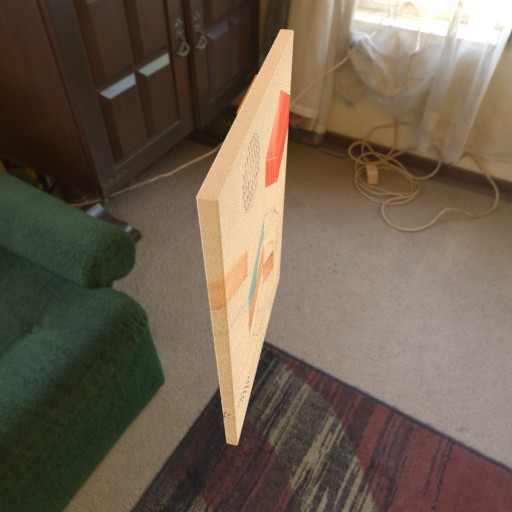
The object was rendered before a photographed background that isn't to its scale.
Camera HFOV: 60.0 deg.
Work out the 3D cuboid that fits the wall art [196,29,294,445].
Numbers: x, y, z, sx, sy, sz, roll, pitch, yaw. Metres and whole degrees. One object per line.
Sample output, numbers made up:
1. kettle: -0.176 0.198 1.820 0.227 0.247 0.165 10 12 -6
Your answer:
1. wall art: 0.000 0.000 1.095 0.036 0.848 0.613 9 47 9
